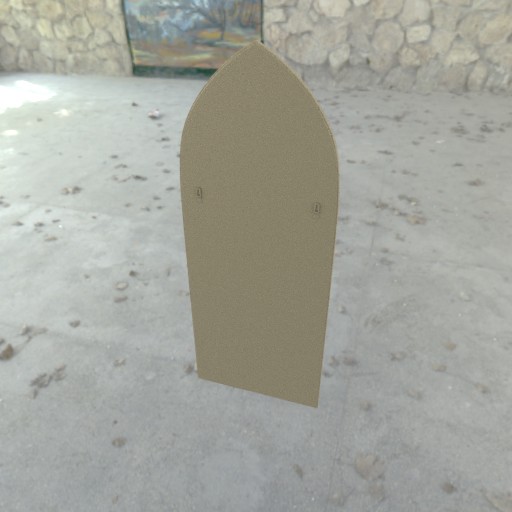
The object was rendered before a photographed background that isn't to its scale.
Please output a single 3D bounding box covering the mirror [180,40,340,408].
[{"bbox_3d":[0.000,0.000,1.336,0.464,1.175,0.025,10,33,15],"label":"mirror"}]
